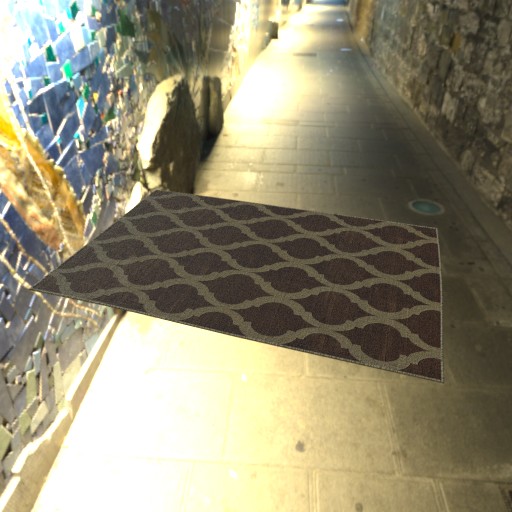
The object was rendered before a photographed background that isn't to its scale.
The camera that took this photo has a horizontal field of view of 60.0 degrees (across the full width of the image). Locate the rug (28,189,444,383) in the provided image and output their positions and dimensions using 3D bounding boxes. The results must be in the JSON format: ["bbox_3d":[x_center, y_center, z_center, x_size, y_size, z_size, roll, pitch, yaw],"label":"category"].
[{"bbox_3d":[0.000,0.000,2.880,2.284,0.008,1.522,10,33,15],"label":"rug"}]
